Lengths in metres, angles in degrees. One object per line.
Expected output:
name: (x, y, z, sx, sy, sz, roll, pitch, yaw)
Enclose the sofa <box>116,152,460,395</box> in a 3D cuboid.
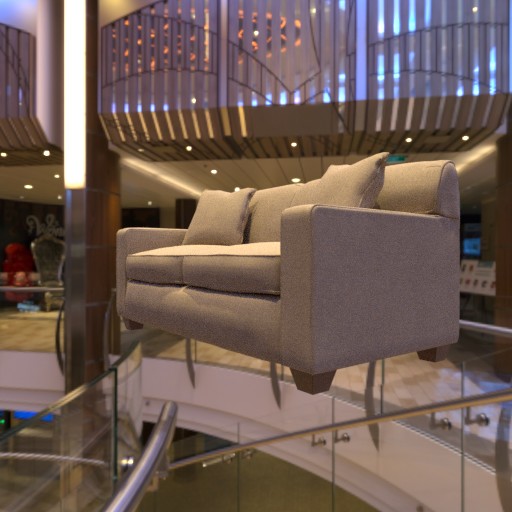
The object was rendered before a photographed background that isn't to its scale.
sofa: (0.000, 0.000, 2.467, 0.998, 0.958, 1.846, 0, 0, -37)
